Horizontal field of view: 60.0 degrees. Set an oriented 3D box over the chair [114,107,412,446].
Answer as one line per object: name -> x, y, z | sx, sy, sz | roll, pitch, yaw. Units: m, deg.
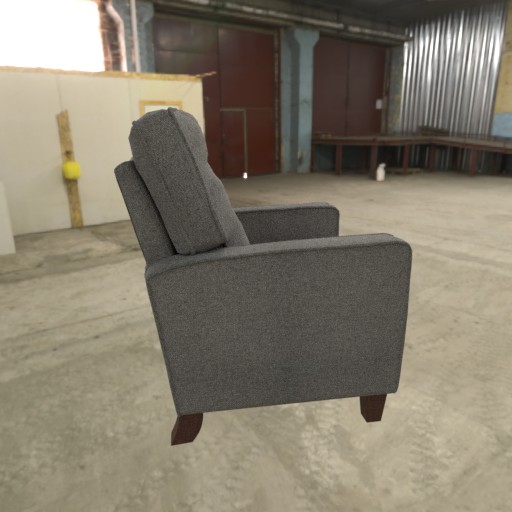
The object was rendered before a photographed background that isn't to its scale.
chair -> 0.000, 0.000, 1.418 | 0.775, 0.889, 0.650 | -3, 16, -9
